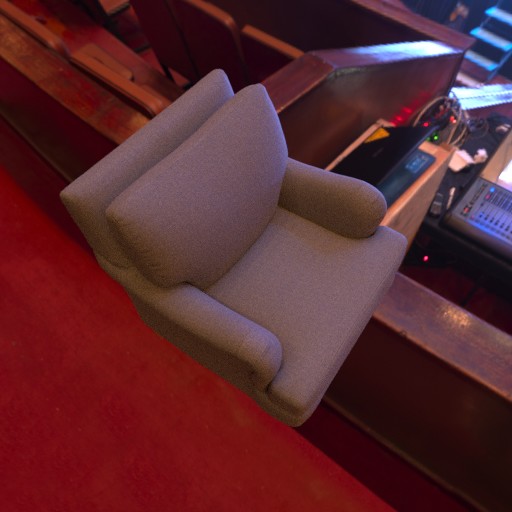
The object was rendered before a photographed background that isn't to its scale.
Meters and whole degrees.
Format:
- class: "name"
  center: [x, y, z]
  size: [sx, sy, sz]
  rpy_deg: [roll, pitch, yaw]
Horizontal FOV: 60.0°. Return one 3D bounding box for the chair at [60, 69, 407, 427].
- class: "chair"
  center: [0.000, 0.000, 1.919]
  size: [1.070, 1.038, 0.955]
  rpy_deg: [30, 62, 18]
